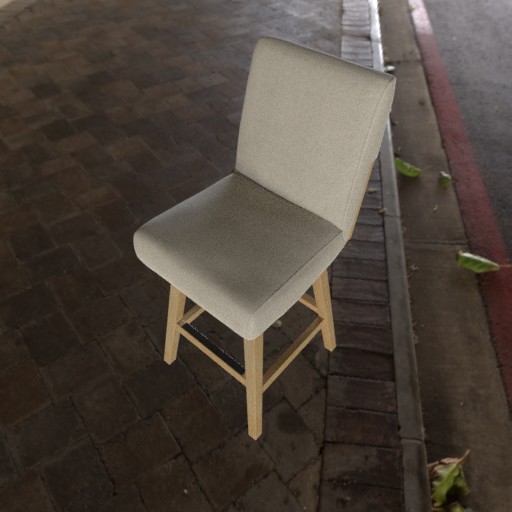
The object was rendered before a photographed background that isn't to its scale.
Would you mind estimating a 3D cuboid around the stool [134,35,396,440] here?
[{"bbox_3d":[0.000,0.000,1.292,0.446,1.015,0.543,32,55,27],"label":"stool"}]
